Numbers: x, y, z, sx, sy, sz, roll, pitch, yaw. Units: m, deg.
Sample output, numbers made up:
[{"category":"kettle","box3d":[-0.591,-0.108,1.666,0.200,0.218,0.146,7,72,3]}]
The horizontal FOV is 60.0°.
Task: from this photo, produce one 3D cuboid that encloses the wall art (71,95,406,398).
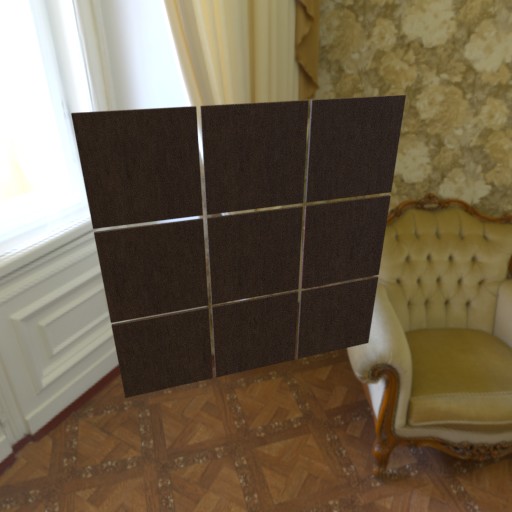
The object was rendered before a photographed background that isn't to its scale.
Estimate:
[{"category":"wall art","box3d":[0.000,0.000,2.308,1.527,1.525,0.014,-9,29,-16]}]
